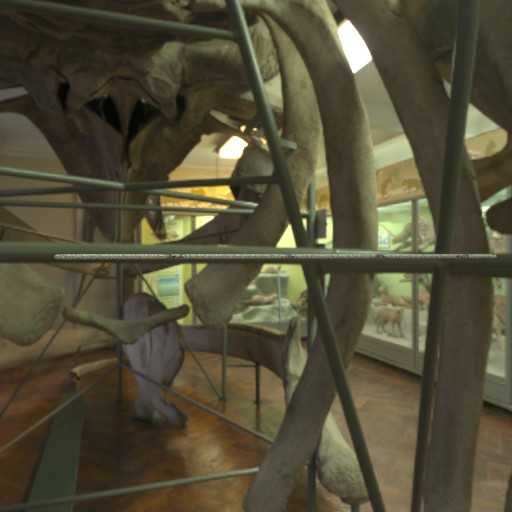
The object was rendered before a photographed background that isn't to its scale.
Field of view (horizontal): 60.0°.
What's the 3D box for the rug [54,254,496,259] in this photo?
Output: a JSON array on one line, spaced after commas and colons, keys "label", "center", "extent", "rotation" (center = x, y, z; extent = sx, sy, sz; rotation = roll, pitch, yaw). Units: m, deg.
[{"label": "rug", "center": [0.000, 0.000, 4.039], "extent": [3.047, 0.029, 2.438], "rotation": [0, 0, -16]}]
